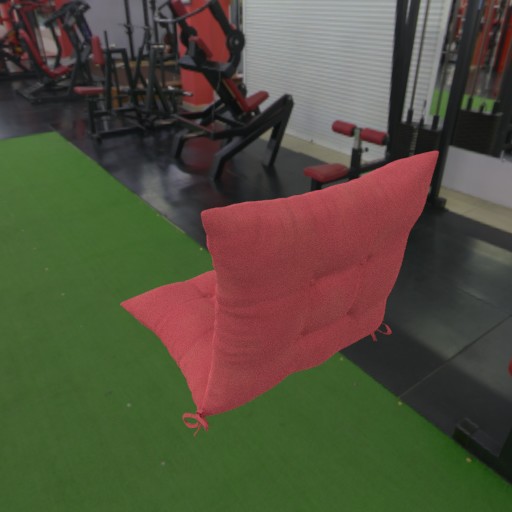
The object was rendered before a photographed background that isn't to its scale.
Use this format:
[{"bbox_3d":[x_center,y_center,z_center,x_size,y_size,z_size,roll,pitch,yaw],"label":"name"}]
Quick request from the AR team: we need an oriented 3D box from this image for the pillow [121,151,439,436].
[{"bbox_3d":[0.000,0.000,1.018,0.541,0.536,0.585,-19,35,-29],"label":"pillow"}]
